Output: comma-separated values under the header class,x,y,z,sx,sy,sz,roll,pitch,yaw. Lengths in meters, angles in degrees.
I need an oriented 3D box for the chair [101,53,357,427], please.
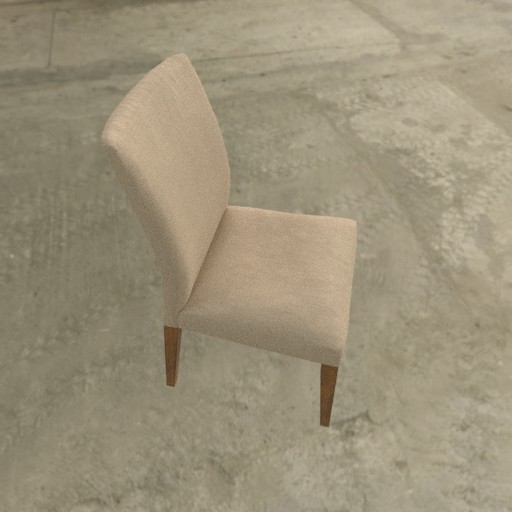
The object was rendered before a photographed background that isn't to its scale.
class,x,y,z,sx,sy,sz,roll,pitch,yaw
chair,0.000,0.000,1.273,0.585,0.940,0.496,9,48,9
